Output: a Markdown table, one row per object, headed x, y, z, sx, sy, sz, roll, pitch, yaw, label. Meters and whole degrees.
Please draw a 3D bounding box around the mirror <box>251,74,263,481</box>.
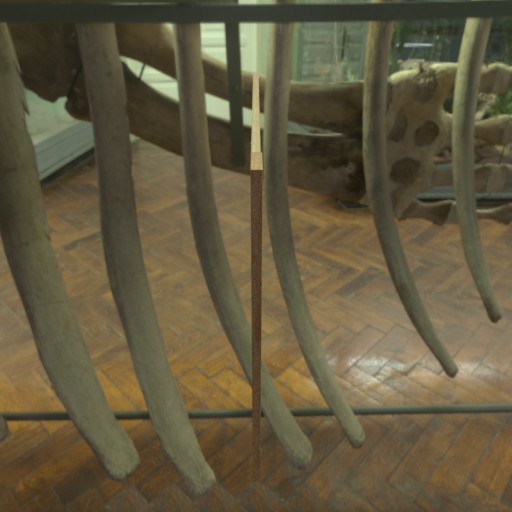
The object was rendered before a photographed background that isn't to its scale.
| x | y | z | sx | sy | sz | roll | pitch | yaw | label |
| --- | --- | --- | --- | --- | --- | --- | --- | --- | --- |
| 0.000 | 0.000 | 1.211 | 0.020 | 0.800 | 0.800 | 0 | 32 | 0 | mirror |
